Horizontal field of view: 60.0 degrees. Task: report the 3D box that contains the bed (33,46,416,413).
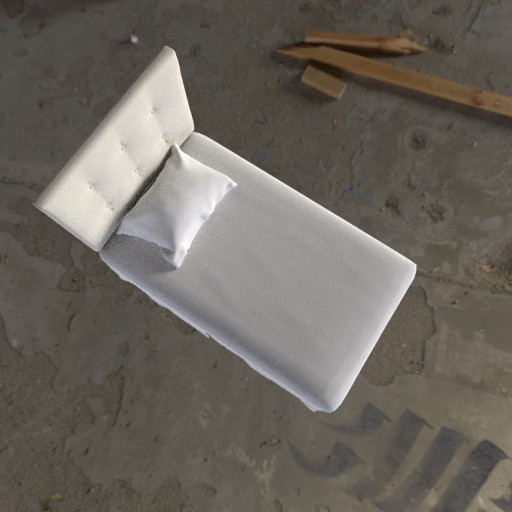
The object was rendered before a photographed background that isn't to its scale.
[{"bbox_3d":[0.000,0.000,2.960,1.997,1.571,1.261,33,78,8],"label":"bed"}]
